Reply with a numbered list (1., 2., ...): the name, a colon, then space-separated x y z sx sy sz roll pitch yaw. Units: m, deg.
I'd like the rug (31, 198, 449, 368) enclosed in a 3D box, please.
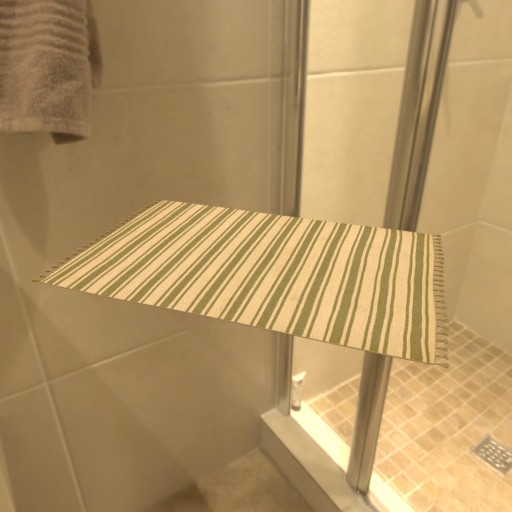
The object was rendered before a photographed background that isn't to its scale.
1. rug: 0.000 0.000 3.030 2.435 0.018 1.540 9 29 17
